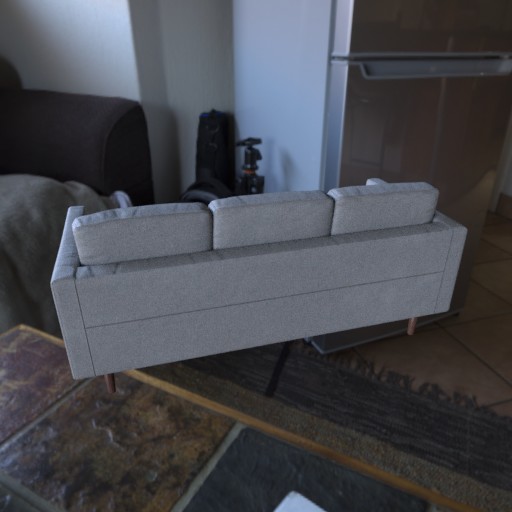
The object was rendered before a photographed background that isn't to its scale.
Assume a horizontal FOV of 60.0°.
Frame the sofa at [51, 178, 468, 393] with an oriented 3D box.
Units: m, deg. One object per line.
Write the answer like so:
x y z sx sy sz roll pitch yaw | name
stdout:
0.000 0.000 2.525 1.983 0.918 0.944 -8 28 -14 | sofa
